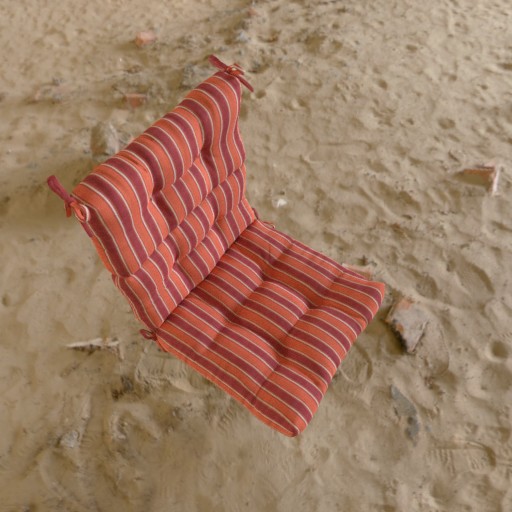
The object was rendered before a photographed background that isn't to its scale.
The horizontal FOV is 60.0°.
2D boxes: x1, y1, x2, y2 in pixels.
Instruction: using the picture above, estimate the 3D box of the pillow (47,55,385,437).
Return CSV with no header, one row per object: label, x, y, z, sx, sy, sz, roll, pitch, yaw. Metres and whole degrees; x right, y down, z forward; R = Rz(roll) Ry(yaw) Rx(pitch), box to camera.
pillow,0.000,0.000,1.024,0.571,0.605,0.519,31,62,18
